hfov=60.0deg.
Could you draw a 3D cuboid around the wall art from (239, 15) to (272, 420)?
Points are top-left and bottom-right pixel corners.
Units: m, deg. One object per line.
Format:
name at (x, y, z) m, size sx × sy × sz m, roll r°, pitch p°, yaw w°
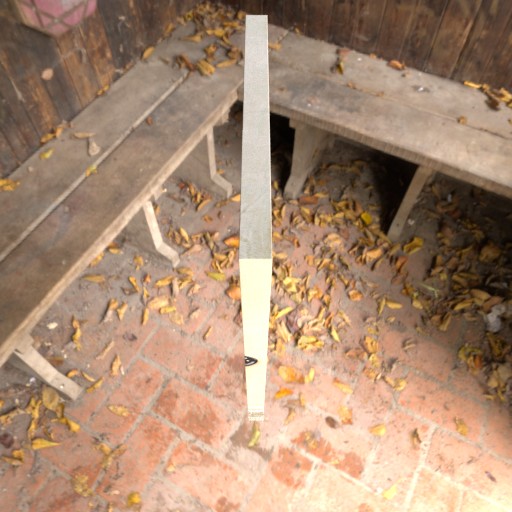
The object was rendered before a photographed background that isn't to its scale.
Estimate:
wall art at (0.000, 0.000, 0.956) m, size 0.038 × 0.764 × 0.508 m, roll 0°, pitch 57°, yaw 0°
